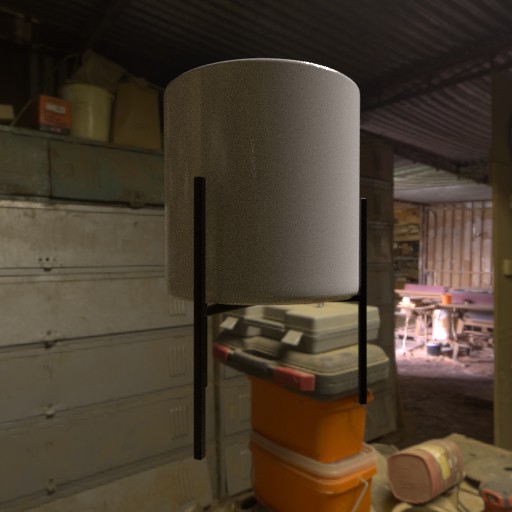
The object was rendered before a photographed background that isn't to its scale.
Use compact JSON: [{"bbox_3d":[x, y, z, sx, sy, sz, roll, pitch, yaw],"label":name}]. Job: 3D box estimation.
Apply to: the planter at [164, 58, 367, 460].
[{"bbox_3d":[0.000,0.000,0.513,0.239,0.356,0.239,0,0,-37],"label":"planter"}]
